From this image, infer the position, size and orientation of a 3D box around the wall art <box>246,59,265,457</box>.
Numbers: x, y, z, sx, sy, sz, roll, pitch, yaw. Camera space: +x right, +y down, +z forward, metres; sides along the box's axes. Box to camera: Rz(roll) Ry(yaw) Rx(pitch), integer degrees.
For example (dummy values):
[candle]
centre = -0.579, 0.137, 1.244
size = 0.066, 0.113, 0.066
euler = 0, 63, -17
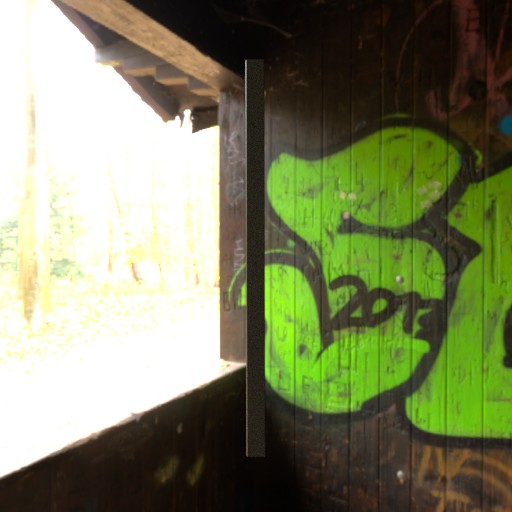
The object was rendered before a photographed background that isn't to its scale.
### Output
[wall art]
centre = 0.000, 0.000, 0.557
size = 0.016, 0.306, 0.432
euler = 0, 1, 0
